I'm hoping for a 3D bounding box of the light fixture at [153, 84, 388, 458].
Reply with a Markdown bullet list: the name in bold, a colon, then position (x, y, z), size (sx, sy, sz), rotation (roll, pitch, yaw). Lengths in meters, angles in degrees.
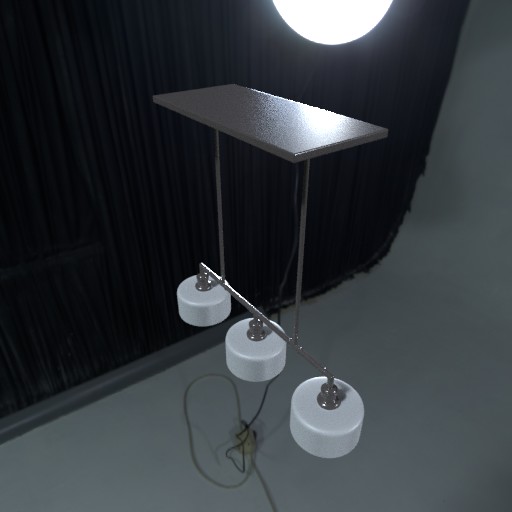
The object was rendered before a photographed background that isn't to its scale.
- **light fixture**: position (0.000, 0.000, 0.865), size (0.177, 0.557, 0.582), rotation (-22, 38, -30)
